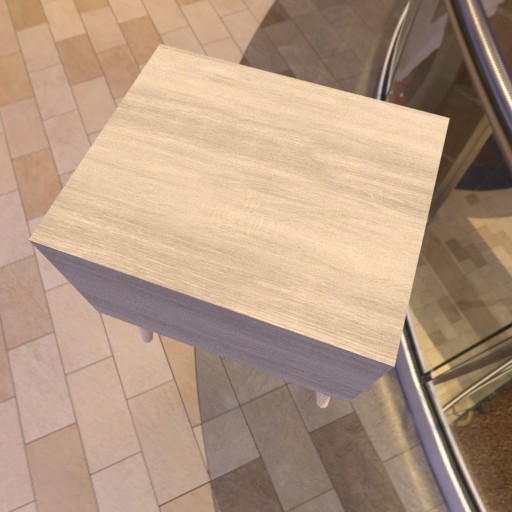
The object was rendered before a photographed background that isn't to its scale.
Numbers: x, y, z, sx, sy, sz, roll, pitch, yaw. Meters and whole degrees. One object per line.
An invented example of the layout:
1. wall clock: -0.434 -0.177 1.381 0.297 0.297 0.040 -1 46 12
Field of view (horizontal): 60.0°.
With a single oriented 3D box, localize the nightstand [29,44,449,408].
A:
1. nightstand: 0.000 0.000 0.808 0.450 0.500 0.380 18 65 9
